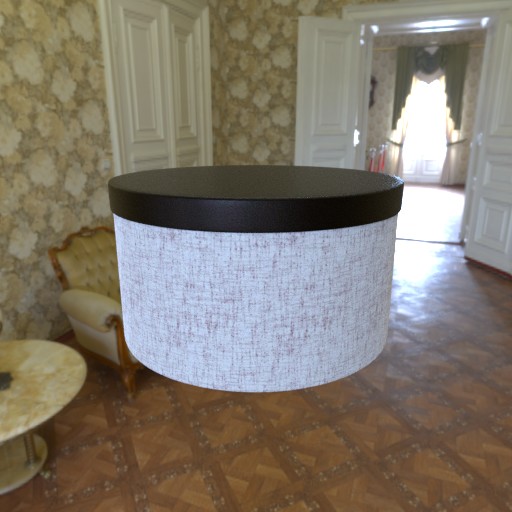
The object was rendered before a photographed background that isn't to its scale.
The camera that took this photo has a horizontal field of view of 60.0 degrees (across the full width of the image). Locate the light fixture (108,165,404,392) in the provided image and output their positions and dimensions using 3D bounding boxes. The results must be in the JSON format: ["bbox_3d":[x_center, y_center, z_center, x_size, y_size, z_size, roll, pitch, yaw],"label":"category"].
[{"bbox_3d":[0.000,0.000,0.643,0.389,0.229,0.389,0,16,0],"label":"light fixture"}]
